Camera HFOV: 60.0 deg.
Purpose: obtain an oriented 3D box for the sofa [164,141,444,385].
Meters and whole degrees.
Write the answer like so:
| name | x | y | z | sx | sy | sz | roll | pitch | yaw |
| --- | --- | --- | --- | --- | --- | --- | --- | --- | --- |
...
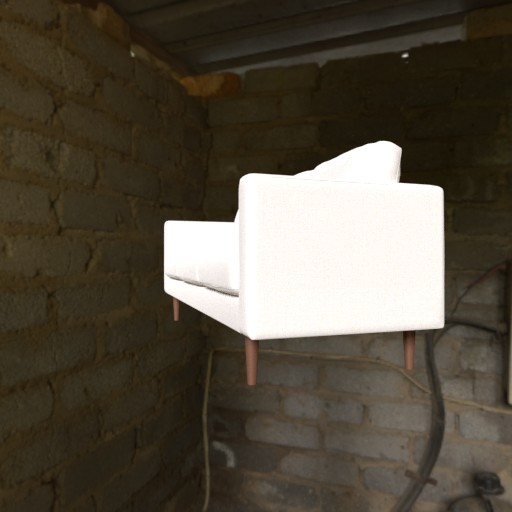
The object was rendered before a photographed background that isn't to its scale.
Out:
| name | x | y | z | sx | sy | sz | roll | pitch | yaw |
| --- | --- | --- | --- | --- | --- | --- | --- | --- | --- |
| sofa | 0.000 | 0.000 | 2.466 | 0.802 | 0.912 | 2.029 | 0 | 0 | -19 |
